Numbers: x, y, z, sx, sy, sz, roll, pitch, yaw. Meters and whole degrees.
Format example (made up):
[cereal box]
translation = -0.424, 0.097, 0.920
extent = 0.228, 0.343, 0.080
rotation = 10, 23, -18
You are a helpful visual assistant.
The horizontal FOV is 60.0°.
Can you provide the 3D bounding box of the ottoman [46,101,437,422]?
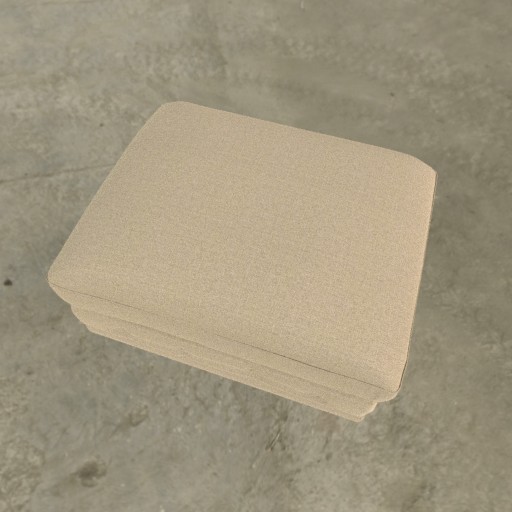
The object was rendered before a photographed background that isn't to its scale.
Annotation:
[ottoman]
translation = 0.000, 0.000, 1.031
extent = 0.684, 0.463, 0.541
rotation = 17, 61, 10
